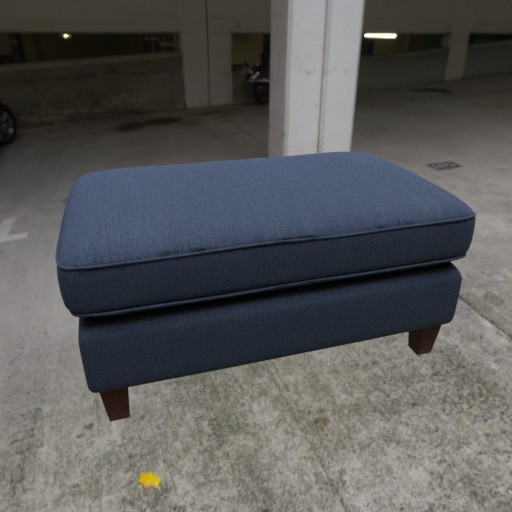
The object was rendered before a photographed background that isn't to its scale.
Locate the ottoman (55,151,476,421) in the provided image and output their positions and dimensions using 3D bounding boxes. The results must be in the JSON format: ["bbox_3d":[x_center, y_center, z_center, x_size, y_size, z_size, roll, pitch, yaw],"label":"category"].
[{"bbox_3d":[0.000,0.000,1.164,0.885,0.438,0.570,-8,28,-15],"label":"ottoman"}]
